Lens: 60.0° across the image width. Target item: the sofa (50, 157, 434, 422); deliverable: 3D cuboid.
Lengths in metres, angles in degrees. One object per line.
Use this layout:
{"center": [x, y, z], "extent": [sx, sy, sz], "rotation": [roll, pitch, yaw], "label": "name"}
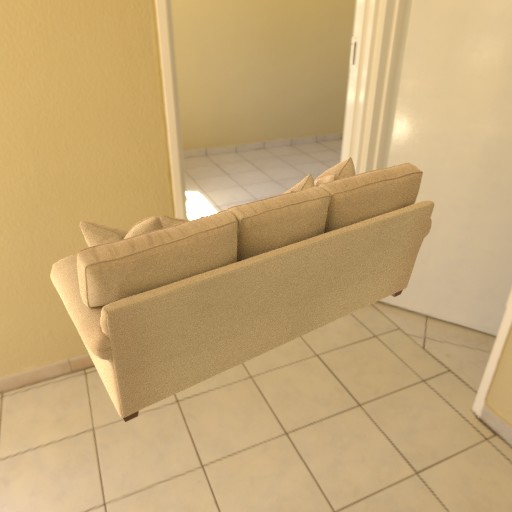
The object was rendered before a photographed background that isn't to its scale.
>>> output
{"center": [0.000, 0.000, 2.820], "extent": [2.312, 0.975, 0.965], "rotation": [-18, 34, -29], "label": "sofa"}
